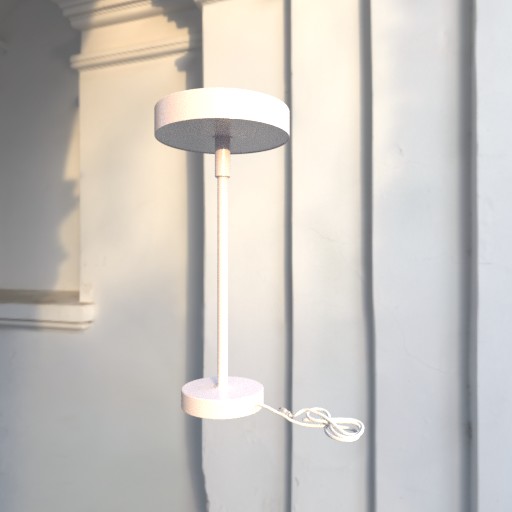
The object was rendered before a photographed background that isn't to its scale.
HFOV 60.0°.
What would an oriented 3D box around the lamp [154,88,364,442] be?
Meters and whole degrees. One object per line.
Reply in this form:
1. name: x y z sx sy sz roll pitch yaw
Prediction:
1. lamp: 0.000 0.000 0.718 0.369 0.508 0.229 0 0 36
